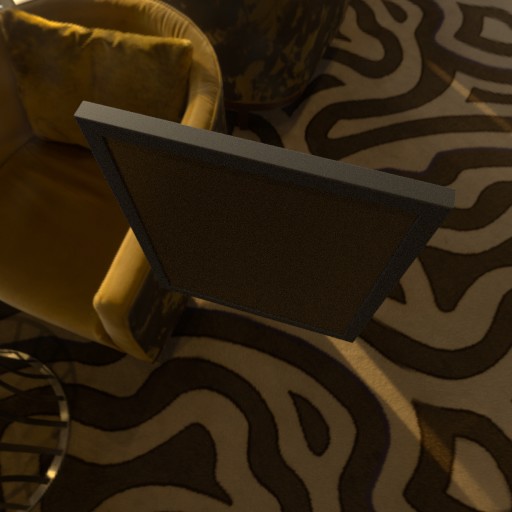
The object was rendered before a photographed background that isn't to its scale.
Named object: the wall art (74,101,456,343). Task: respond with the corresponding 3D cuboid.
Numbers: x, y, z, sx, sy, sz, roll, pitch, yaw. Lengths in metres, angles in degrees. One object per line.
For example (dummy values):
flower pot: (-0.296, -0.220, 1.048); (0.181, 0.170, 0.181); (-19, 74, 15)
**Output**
wall art: (0.000, 0.000, 0.766); (0.457, 0.558, 0.028); (15, 65, 7)
